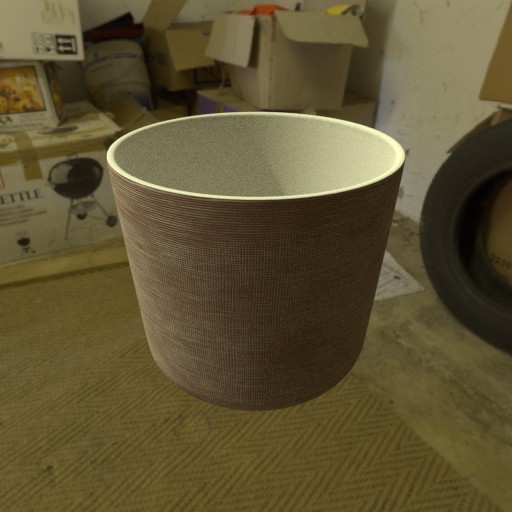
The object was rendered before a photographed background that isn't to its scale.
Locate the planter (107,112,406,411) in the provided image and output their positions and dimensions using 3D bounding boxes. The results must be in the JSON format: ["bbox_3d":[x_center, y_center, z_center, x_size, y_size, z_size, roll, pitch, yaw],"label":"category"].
[{"bbox_3d":[0.000,0.000,0.777,0.440,0.398,0.440,0,30,0],"label":"planter"}]
